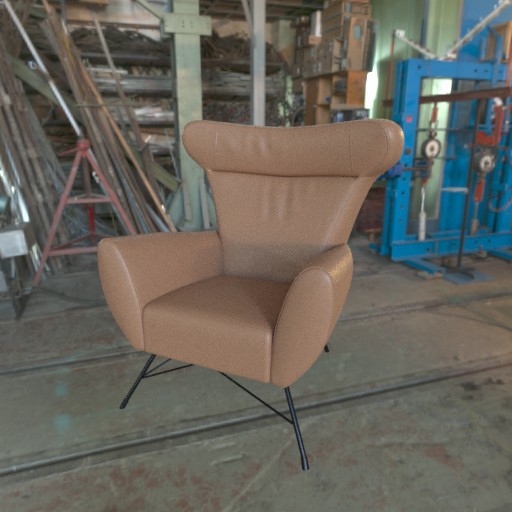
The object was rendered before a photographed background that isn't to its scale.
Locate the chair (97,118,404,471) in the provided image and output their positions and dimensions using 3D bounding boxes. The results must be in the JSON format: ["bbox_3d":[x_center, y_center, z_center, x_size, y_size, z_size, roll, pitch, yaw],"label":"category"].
[{"bbox_3d":[0.000,0.000,1.764,0.980,1.050,0.900,7,18,24],"label":"chair"}]
